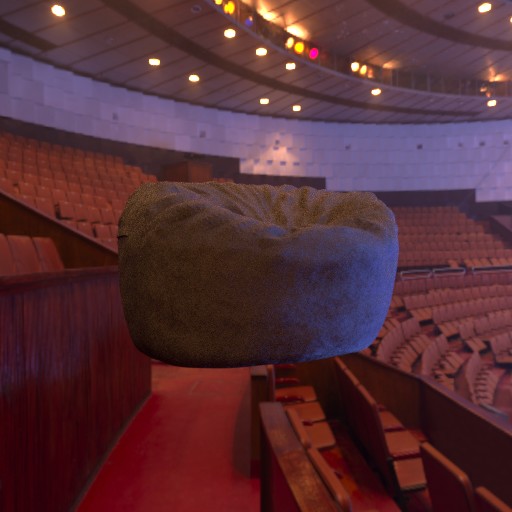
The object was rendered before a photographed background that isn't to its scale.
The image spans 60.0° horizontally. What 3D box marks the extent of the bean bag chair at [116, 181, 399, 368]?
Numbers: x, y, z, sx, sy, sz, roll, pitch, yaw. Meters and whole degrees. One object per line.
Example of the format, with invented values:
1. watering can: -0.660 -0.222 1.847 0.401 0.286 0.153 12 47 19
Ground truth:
1. bean bag chair: 0.000 0.000 2.060 1.245 0.821 1.245 0 0 0
